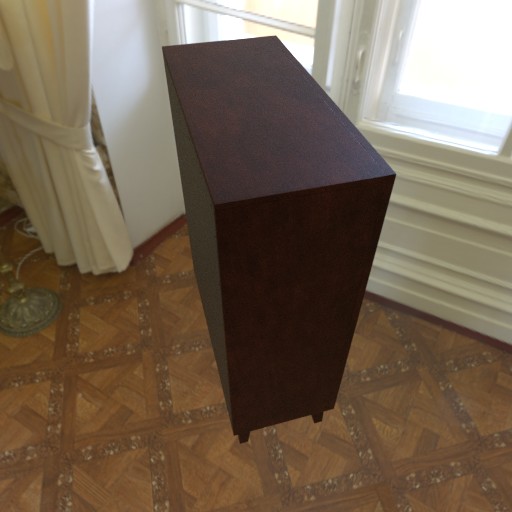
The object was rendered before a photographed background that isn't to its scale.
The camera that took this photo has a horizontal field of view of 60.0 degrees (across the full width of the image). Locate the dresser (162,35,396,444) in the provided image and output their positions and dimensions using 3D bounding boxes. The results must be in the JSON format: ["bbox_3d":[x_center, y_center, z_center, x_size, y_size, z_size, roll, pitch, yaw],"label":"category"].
[{"bbox_3d":[0.000,0.000,2.022,0.506,1.514,1.072,-11,46,-11],"label":"dresser"}]
